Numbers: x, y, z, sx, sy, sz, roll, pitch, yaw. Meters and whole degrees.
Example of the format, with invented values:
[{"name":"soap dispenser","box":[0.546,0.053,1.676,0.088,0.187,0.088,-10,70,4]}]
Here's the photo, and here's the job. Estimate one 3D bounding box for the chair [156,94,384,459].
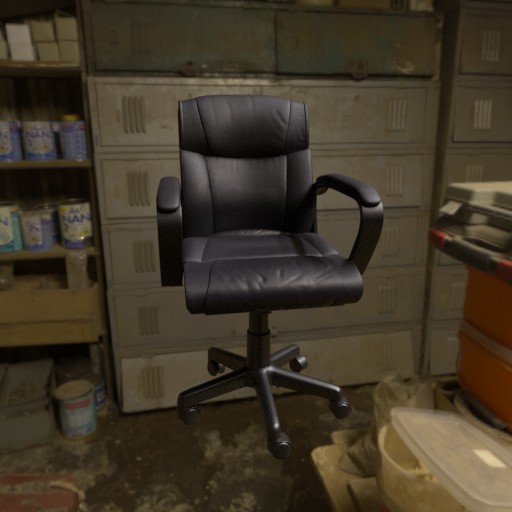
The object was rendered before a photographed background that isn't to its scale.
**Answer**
[{"name":"chair","box":[0.000,0.000,1.389,0.576,0.998,0.641,-3,16,-10]}]
